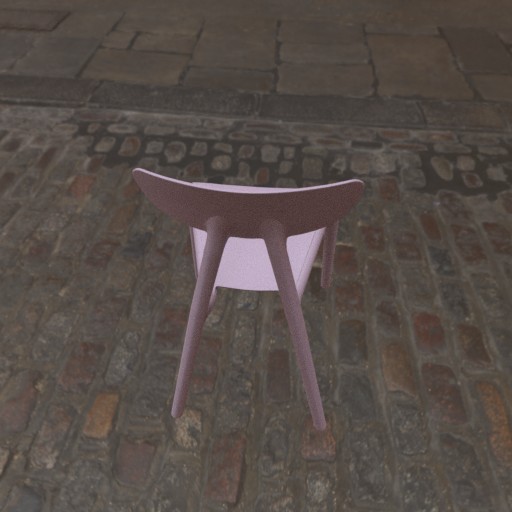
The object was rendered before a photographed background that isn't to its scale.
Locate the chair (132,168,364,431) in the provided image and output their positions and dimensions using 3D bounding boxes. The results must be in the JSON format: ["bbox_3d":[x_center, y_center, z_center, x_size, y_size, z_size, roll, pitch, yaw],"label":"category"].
[{"bbox_3d":[0.000,0.000,0.837,0.356,0.580,0.401,4,46,3],"label":"chair"}]
